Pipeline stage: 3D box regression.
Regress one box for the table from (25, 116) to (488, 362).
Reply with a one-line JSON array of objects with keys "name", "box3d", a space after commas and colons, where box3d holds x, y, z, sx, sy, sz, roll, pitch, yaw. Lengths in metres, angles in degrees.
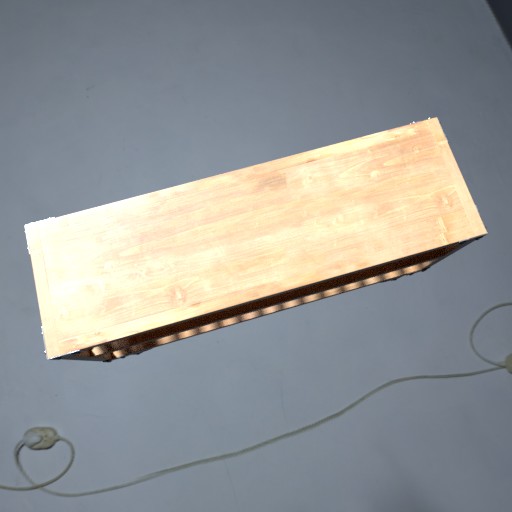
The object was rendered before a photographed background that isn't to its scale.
[{"name": "table", "box3d": [0.000, 0.000, 1.819, 1.487, 0.711, 0.467, -16, 76, -4]}]
